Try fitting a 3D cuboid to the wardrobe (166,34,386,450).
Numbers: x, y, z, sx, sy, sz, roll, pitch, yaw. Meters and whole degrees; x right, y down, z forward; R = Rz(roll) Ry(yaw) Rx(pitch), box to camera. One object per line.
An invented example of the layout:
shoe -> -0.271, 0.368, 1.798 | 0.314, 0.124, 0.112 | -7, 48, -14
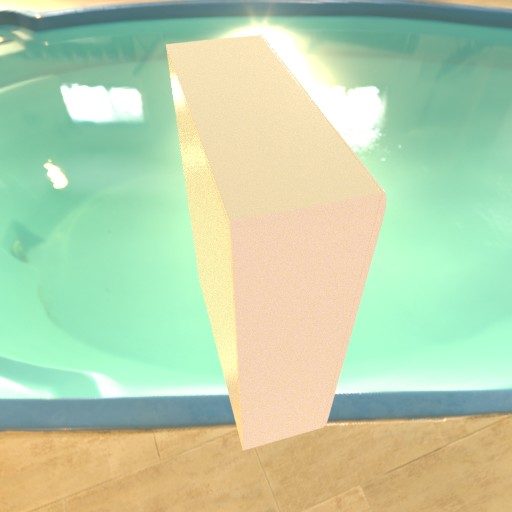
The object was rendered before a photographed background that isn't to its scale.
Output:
wardrobe -> 0.000, 0.000, 1.618 | 0.360, 1.200, 0.900 | -12, 47, -11
